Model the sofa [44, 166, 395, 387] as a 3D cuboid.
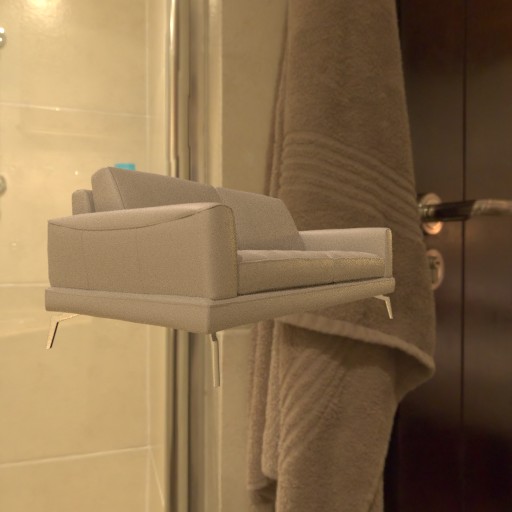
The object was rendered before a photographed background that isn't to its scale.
[{"bbox_3d":[0.000,0.000,2.750,1.121,0.930,2.177,0,0,35],"label":"sofa"}]
